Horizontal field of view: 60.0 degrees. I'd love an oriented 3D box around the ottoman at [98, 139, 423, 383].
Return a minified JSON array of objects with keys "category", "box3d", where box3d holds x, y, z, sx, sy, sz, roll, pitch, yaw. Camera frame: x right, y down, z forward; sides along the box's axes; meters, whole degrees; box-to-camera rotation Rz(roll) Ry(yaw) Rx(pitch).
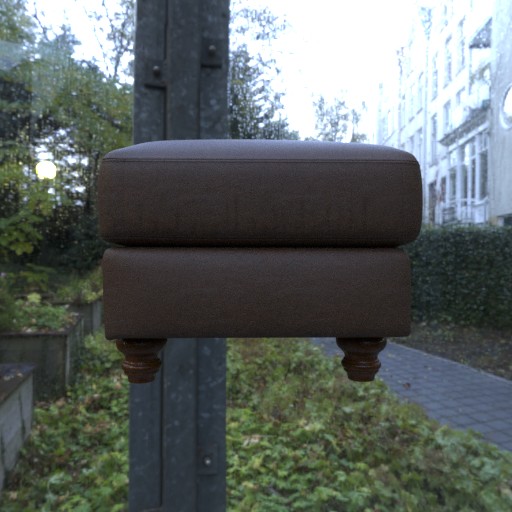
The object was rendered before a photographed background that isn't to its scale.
[{"category":"ottoman","box3d":[0.000,0.000,1.192,0.635,0.508,0.787,0,0,-1]}]
